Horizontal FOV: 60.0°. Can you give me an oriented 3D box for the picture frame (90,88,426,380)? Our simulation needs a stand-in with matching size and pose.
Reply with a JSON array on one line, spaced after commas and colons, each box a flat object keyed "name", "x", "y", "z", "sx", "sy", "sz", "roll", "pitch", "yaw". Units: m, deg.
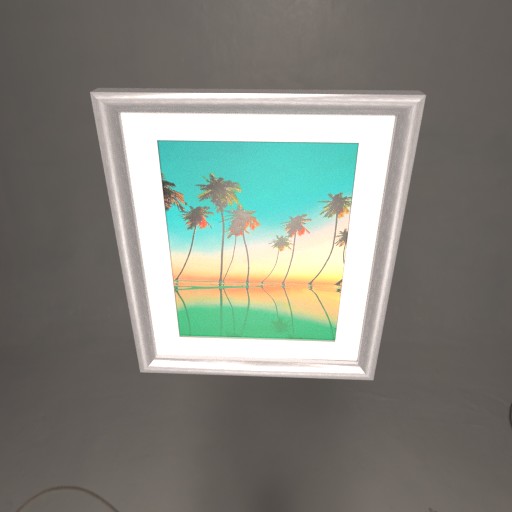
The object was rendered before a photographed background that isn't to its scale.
[{"name": "picture frame", "x": 0.000, "y": 0.000, "z": 0.535, "sx": 0.327, "sy": 0.378, "sz": 0.027, "roll": 1, "pitch": 31, "yaw": 2}]
